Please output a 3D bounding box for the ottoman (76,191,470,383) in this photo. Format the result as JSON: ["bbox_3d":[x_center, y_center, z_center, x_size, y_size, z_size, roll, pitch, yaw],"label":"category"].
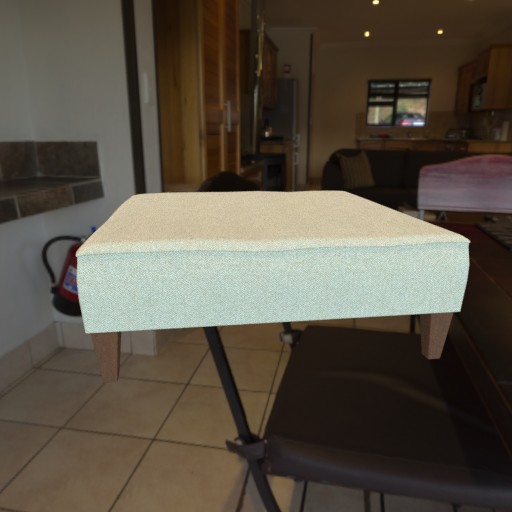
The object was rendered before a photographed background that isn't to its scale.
[{"bbox_3d":[0.000,0.000,1.568,0.968,0.379,1.004,-2,15,-8],"label":"ottoman"}]
